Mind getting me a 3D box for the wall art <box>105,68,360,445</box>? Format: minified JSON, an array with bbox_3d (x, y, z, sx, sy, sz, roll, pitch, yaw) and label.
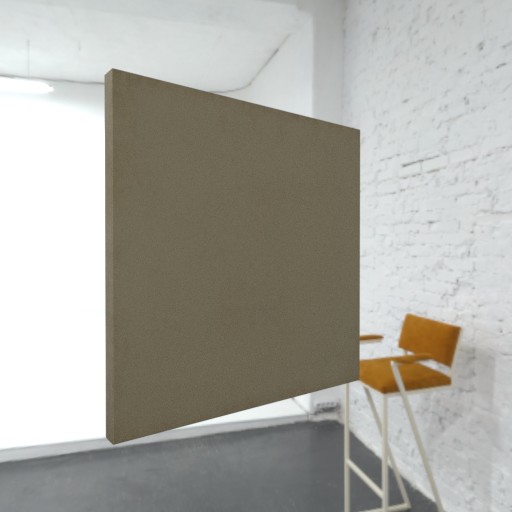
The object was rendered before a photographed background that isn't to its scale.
[{"bbox_3d":[0.000,0.000,0.756,0.503,0.506,0.030,0,1,-37],"label":"wall art"}]
